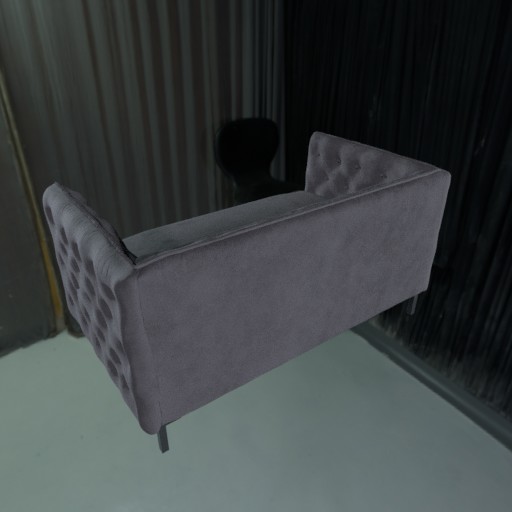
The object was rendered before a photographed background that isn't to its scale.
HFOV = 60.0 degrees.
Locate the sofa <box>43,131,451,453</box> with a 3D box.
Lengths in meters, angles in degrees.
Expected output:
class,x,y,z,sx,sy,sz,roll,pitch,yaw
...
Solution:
class,x,y,z,sx,sy,sz,roll,pitch,yaw
sofa,0.000,0.000,2.080,1.583,0.810,0.909,-19,34,-31
